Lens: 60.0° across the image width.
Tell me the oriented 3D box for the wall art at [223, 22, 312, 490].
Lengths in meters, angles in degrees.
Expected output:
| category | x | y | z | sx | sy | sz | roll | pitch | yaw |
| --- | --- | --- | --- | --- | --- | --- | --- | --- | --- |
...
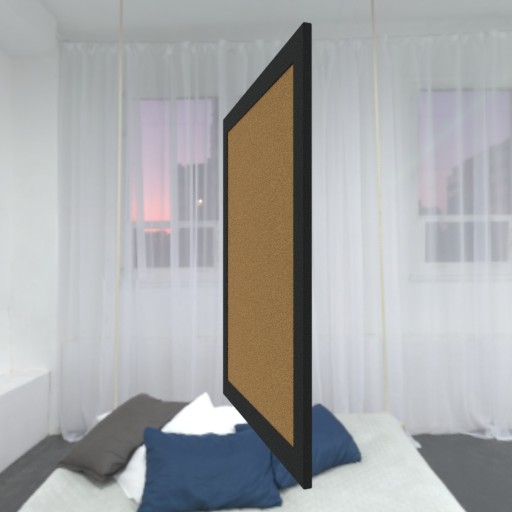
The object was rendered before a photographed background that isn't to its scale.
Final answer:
| category | x | y | z | sx | sy | sz | roll | pitch | yaw |
| --- | --- | --- | --- | --- | --- | --- | --- | --- | --- |
| wall art | 0.000 | 0.000 | 0.679 | 0.012 | 0.529 | 0.374 | 0 | 0 | -18 |
